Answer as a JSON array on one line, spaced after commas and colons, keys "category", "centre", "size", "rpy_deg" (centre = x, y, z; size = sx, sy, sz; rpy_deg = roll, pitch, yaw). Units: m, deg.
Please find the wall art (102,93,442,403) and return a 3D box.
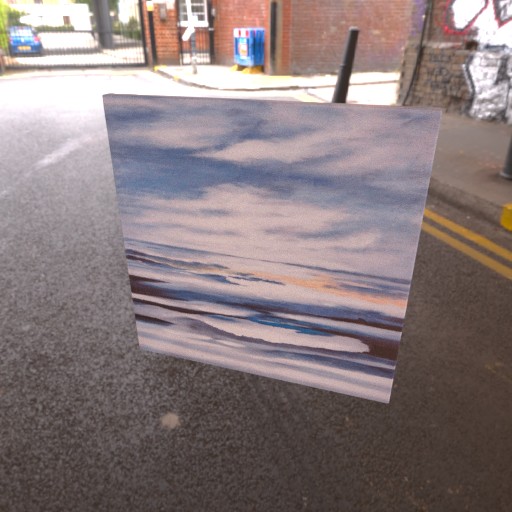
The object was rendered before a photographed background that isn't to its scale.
[{"category": "wall art", "centre": [0.000, 0.000, 1.117], "size": [0.747, 0.747, 0.035], "rpy_deg": [8, 28, 16]}]
